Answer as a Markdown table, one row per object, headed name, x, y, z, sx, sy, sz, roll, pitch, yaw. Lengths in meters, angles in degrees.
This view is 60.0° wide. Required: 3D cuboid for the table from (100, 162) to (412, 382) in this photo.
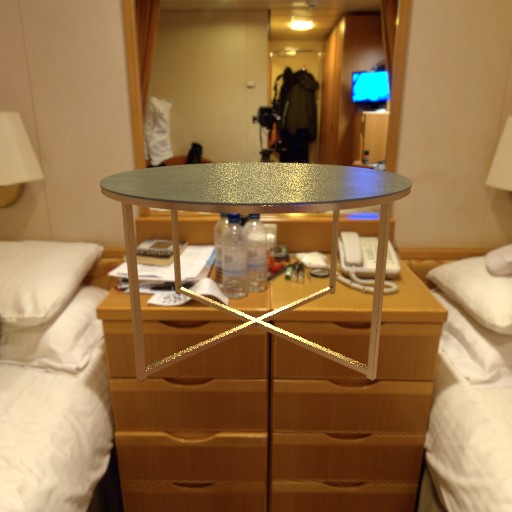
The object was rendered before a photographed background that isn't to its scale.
| name | x | y | z | sx | sy | sz | roll | pitch | yaw |
| --- | --- | --- | --- | --- | --- | --- | --- | --- | --- |
| table | 0.000 | 0.000 | 1.263 | 0.800 | 0.450 | 0.800 | 0 | 17 | 0 |
